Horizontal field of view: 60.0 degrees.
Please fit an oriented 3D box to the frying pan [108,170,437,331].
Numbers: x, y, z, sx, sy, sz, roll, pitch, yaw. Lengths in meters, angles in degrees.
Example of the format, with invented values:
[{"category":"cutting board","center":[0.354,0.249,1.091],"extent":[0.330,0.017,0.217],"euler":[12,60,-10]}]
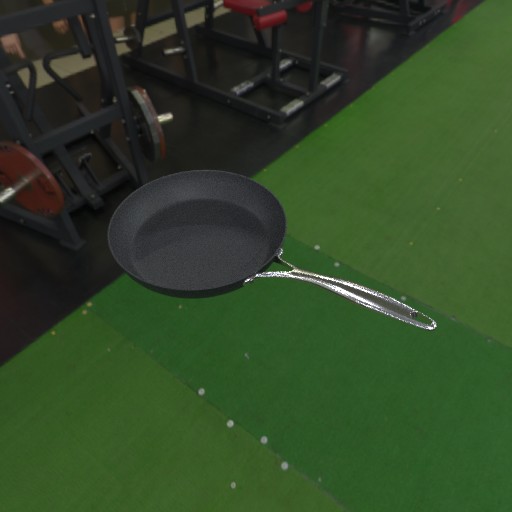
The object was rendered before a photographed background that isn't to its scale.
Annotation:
[{"category":"frying pan","center":[0.000,0.000,0.589],"extent":[0.472,0.105,0.255],"euler":[31,54,27]}]
